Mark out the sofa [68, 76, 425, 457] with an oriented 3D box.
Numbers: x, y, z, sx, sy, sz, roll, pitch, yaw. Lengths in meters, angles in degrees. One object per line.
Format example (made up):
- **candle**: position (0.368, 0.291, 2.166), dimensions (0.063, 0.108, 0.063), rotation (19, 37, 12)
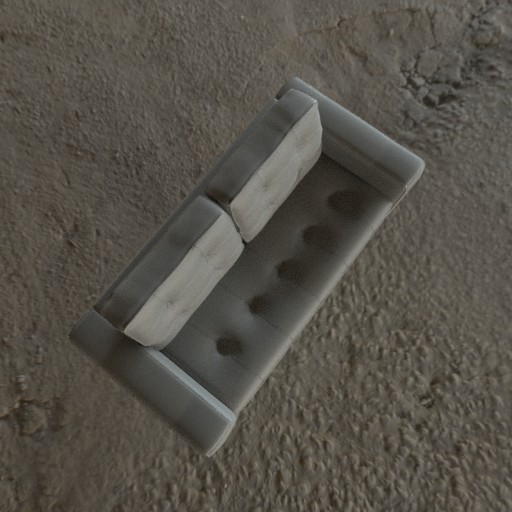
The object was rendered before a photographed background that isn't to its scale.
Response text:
- **sofa**: position (0.000, 0.000, 2.233), dimensions (0.833, 0.893, 1.726), rotation (37, 78, 9)
